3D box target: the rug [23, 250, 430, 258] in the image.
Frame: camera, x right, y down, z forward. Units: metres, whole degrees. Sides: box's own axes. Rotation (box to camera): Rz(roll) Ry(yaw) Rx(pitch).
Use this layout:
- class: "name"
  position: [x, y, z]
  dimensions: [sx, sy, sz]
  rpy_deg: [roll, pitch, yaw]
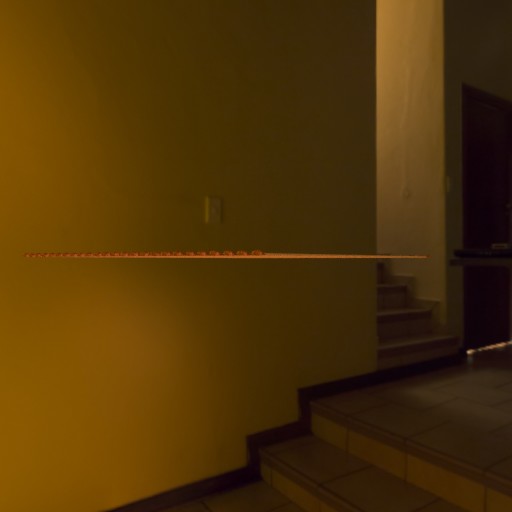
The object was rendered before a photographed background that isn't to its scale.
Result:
- class: "rug"
  position: [0.000, 0.000, 4.397]
  dimensions: [2.451, 0.035, 3.369]
  rpy_deg: [0, -1, 36]
